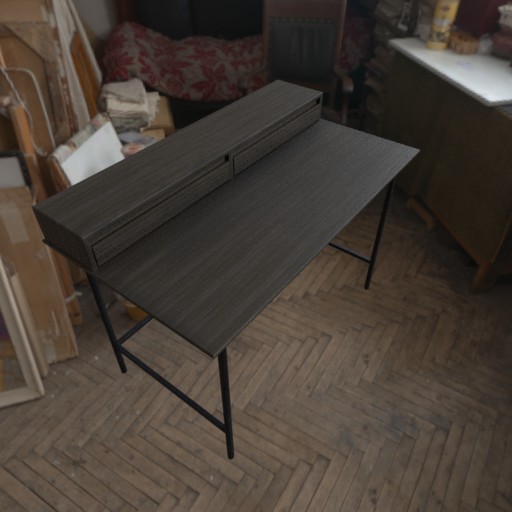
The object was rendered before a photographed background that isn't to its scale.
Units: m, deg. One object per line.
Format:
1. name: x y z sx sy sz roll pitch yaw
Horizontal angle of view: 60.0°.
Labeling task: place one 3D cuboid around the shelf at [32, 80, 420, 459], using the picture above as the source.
1. shelf: 0.000 0.000 1.737 0.685 0.865 1.212 27 49 27
